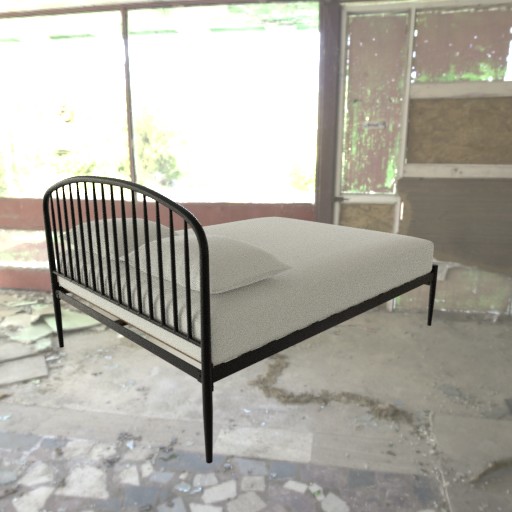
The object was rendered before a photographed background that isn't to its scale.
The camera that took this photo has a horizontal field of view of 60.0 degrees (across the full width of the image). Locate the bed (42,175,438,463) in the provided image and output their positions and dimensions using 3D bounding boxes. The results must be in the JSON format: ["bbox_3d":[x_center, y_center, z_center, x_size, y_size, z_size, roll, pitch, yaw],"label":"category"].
[{"bbox_3d":[0.000,0.000,3.020,2.159,1.166,1.618,-13,19,-43],"label":"bed"}]
